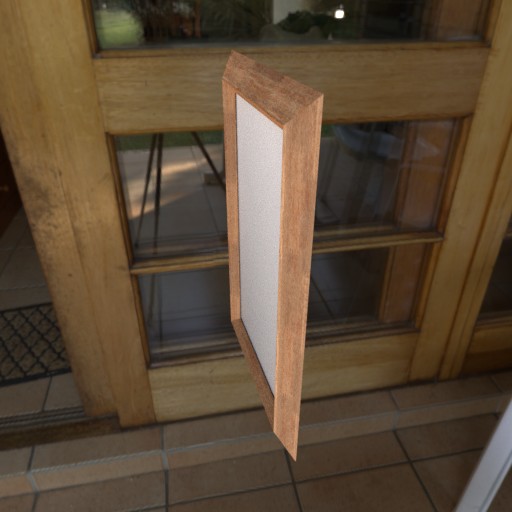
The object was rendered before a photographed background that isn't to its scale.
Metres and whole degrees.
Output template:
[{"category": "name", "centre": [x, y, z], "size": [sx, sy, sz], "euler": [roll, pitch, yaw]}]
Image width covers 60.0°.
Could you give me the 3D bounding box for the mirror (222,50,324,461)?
[{"category": "mirror", "centre": [0.000, 0.000, 1.272], "size": [0.047, 1.010, 0.651], "euler": [-9, 32, -14]}]
